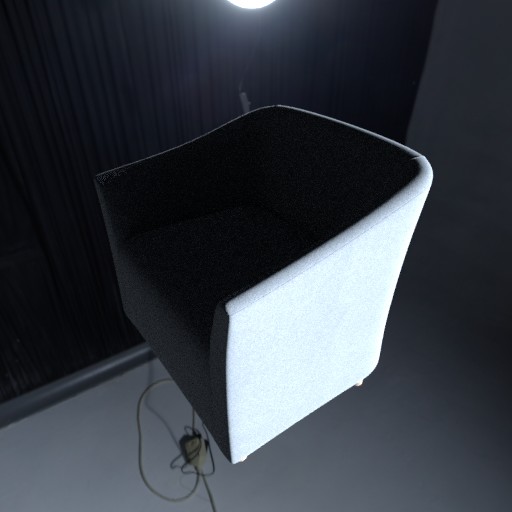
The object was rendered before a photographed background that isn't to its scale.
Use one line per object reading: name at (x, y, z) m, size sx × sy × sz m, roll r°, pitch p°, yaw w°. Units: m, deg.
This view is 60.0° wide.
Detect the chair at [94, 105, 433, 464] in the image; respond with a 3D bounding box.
chair at (0.000, 0.000, 1.380) m, size 0.700 × 0.720 × 0.790 m, roll -21°, pitch 39°, yaw -29°
